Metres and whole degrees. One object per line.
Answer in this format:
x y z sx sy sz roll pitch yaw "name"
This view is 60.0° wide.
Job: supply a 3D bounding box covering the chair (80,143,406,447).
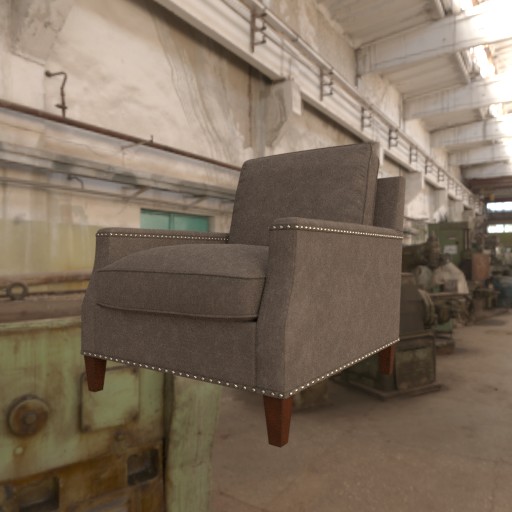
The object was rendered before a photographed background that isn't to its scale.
0.000 0.000 1.702 0.853 0.948 1.014 0 0 35 "chair"
